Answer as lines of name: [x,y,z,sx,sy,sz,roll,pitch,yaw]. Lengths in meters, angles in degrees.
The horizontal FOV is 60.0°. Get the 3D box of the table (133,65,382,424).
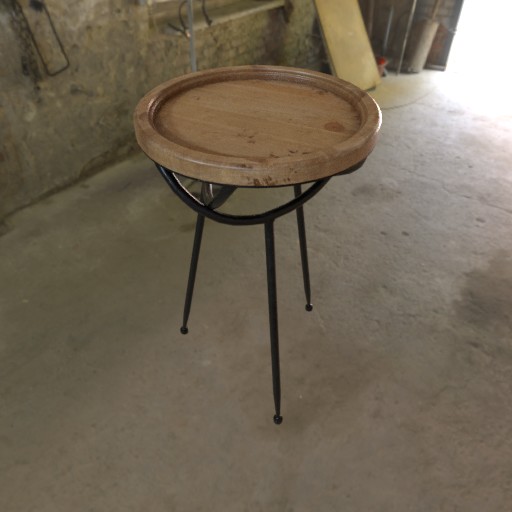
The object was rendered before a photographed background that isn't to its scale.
table: [0.000,0.000,0.957,0.414,0.664,0.418,0,41,0]
